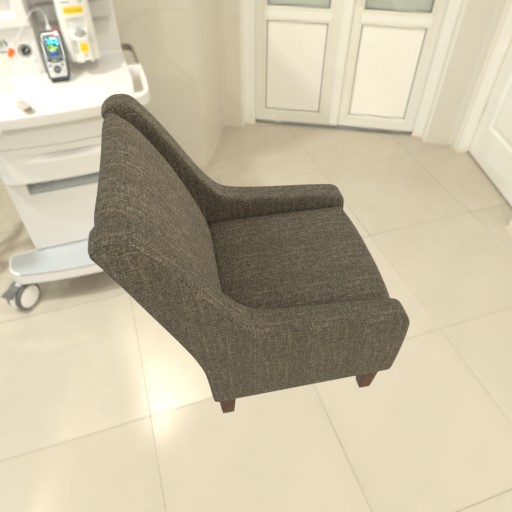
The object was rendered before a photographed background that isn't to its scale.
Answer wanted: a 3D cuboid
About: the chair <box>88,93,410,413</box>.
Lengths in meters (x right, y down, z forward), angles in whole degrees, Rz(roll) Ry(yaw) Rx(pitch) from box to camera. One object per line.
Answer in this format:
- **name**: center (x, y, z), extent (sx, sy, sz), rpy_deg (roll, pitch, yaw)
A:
- **chair**: center (0.000, 0.000, 1.683), extent (0.944, 1.012, 0.793), rpy_deg (-8, 46, -8)
